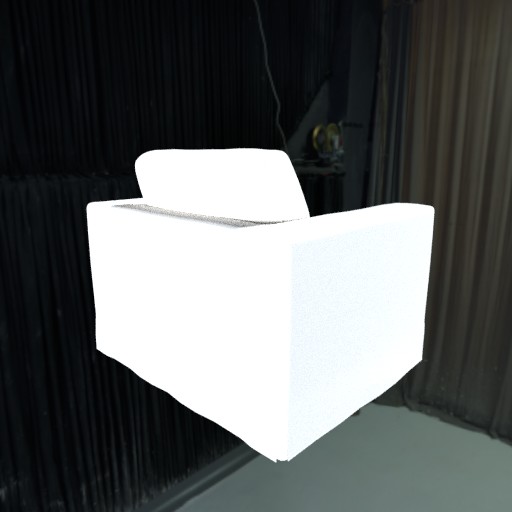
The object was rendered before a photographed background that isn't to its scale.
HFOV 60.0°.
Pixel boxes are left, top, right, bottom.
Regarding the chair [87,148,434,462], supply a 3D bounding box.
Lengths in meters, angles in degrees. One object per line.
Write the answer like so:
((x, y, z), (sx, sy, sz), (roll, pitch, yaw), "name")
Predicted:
((0.000, 0.000, 1.868), (1.150, 0.878, 0.957), (13, 18, 43), "chair")
